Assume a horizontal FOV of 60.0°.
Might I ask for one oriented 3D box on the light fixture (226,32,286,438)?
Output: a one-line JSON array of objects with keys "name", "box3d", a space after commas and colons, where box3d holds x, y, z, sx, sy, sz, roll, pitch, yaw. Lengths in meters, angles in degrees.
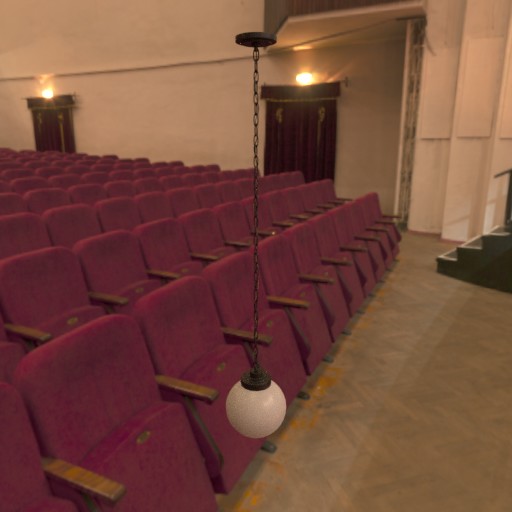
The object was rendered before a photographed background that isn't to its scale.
[{"name": "light fixture", "box3d": [0.000, 0.000, 2.058, 0.305, 1.867, 0.304, 7, 15, 25]}]
